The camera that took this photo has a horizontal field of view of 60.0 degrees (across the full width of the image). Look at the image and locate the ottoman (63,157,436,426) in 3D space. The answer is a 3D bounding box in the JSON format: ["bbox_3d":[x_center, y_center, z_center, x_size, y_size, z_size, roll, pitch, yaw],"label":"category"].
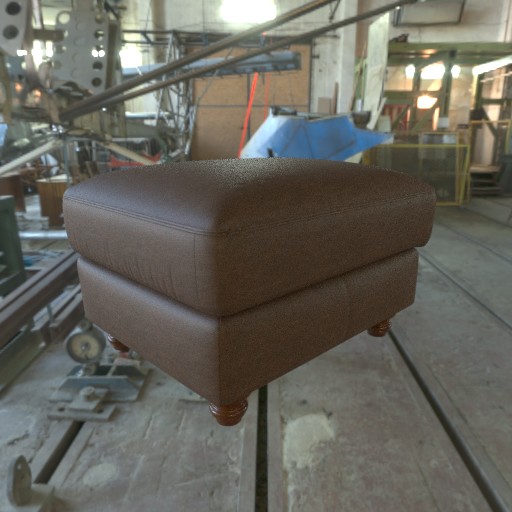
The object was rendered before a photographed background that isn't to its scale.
[{"bbox_3d":[0.000,0.000,1.192,0.787,0.508,0.635,-15,22,-42],"label":"ottoman"}]
